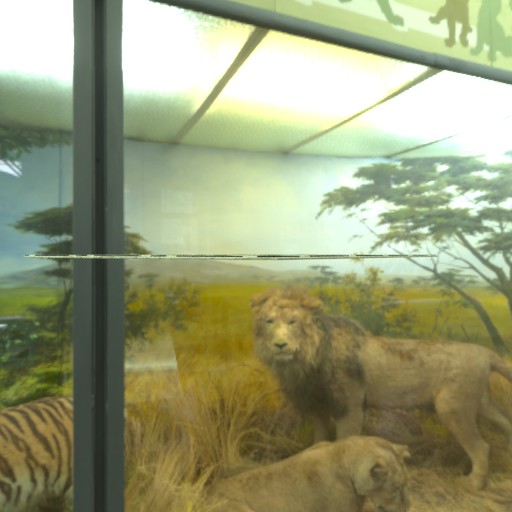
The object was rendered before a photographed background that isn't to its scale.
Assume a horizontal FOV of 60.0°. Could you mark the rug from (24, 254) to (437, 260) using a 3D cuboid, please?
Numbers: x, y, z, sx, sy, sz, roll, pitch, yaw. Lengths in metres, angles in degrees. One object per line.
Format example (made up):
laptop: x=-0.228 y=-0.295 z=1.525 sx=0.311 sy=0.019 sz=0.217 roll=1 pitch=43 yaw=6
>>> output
rug: x=0.000 y=0.000 z=4.112 sx=2.466 sy=0.021 sz=3.049 roll=0 pitch=0 yaw=36
